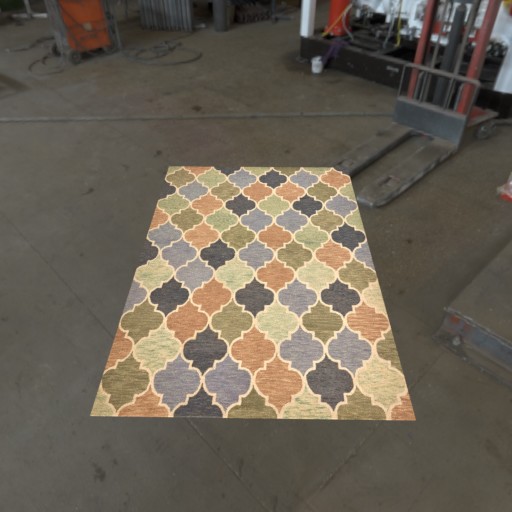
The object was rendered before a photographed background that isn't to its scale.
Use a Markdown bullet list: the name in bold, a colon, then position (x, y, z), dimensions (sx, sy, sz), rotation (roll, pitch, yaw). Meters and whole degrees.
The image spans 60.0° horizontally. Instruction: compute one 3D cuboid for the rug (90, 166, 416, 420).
- **rug**: position (0.000, 0.000, 2.341), dimensions (1.216, 0.006, 1.828), rotation (1, 41, 1)
